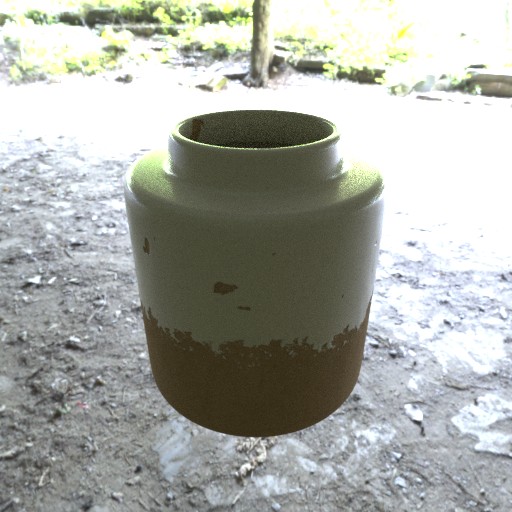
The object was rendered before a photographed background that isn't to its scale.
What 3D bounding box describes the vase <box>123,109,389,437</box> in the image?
[{"bbox_3d":[0.000,0.000,0.289,0.153,0.167,0.153,0,30,0],"label":"vase"}]
